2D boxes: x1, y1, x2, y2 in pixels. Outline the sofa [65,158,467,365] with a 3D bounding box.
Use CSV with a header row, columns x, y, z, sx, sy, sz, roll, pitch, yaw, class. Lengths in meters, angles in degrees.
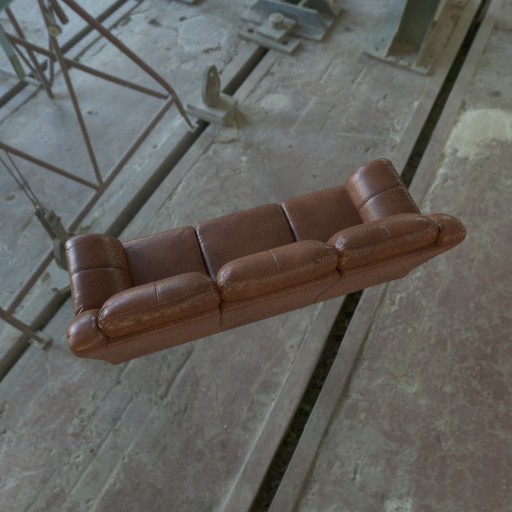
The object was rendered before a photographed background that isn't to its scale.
x,y,z,sx,sy,sz,roll,pitch,yaw,class
0.000,0.000,2.916,2.337,1.043,0.991,-16,60,-9,sofa
